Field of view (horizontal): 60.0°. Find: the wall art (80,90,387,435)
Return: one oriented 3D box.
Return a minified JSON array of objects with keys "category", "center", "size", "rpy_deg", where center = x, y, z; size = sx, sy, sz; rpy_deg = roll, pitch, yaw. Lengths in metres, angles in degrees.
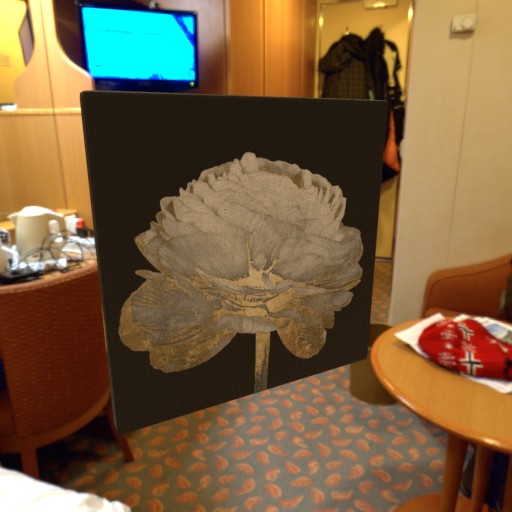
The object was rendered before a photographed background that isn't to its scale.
[{"category":"wall art","center":[0.000,0.000,0.902],"size":[0.610,0.611,0.043],"rpy_deg":[-9,18,-27]}]
